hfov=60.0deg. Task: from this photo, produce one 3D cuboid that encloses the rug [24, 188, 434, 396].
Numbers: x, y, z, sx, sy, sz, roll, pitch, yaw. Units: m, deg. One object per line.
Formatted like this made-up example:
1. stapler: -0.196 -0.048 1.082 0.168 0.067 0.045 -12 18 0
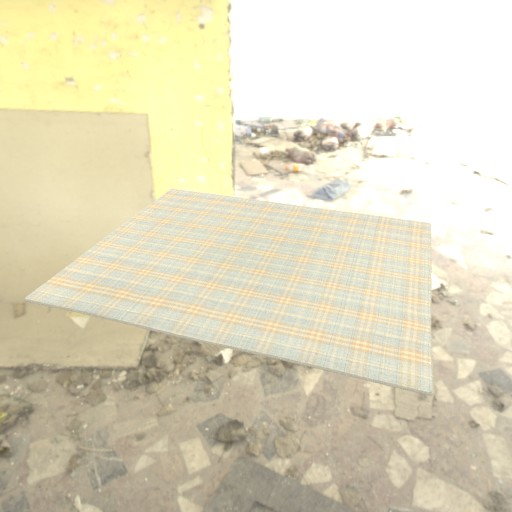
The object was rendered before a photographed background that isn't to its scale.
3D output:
1. rug: 0.000 0.000 4.079 3.066 0.030 2.462 10 32 16
